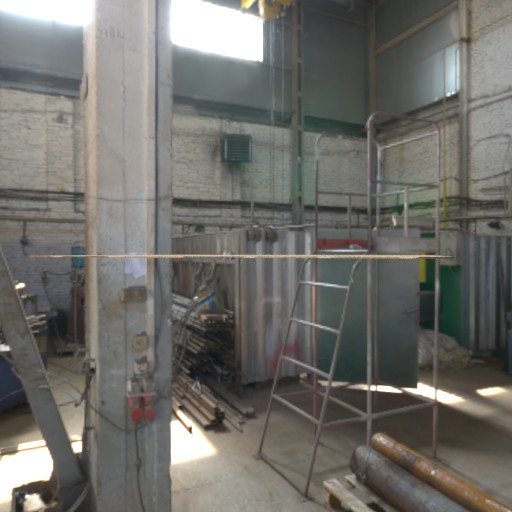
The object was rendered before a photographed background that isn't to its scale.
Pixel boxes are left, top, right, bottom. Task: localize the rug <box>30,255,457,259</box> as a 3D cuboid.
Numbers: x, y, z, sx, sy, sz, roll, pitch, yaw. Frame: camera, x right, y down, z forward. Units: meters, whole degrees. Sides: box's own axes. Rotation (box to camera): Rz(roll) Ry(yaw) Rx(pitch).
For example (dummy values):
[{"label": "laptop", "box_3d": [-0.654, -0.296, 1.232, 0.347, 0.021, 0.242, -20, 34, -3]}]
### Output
[{"label": "rug", "box_3d": [0.000, 0.000, 2.364, 1.828, 0.006, 1.216, 0, 0, 18]}]
